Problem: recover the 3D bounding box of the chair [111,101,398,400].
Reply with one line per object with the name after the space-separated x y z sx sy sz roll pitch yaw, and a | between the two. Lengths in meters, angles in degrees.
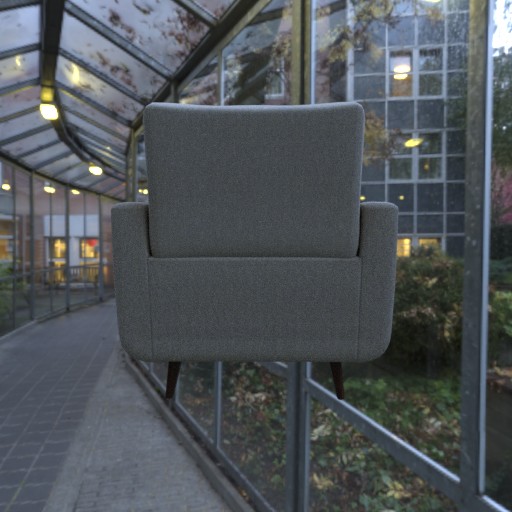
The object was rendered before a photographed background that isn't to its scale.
0.000 0.000 1.829 0.897 0.965 1.128 0 1 1 | chair
